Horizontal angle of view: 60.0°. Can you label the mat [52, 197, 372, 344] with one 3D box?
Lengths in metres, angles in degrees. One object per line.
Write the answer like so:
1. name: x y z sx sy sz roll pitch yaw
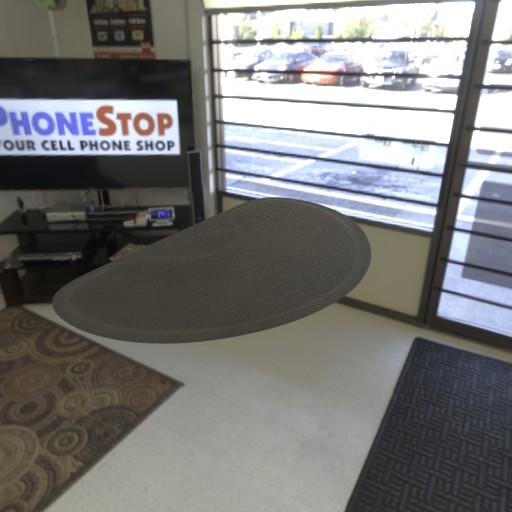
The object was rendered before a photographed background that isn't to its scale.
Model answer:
1. mat: 0.000 0.000 1.888 0.913 0.013 1.524 17 30 31
